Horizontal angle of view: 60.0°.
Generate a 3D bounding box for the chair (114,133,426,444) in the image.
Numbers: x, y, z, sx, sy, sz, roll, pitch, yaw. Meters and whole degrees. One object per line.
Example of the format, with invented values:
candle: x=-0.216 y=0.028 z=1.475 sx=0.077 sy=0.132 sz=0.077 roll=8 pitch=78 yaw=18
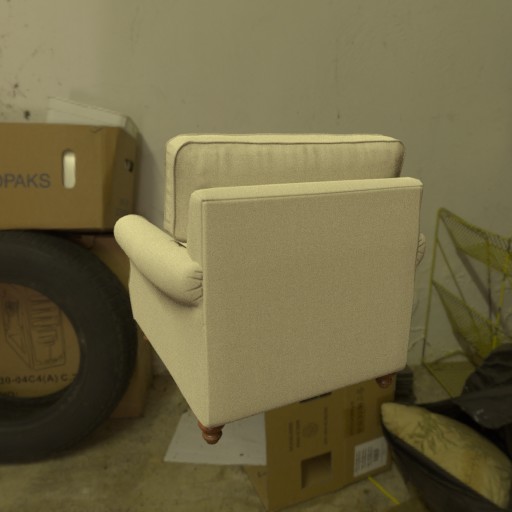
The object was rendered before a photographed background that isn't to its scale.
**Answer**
chair: x=0.000 y=0.000 z=1.820 sx=1.029 sy=0.967 sz=0.966 roll=-8 pitch=17 yaw=-26
